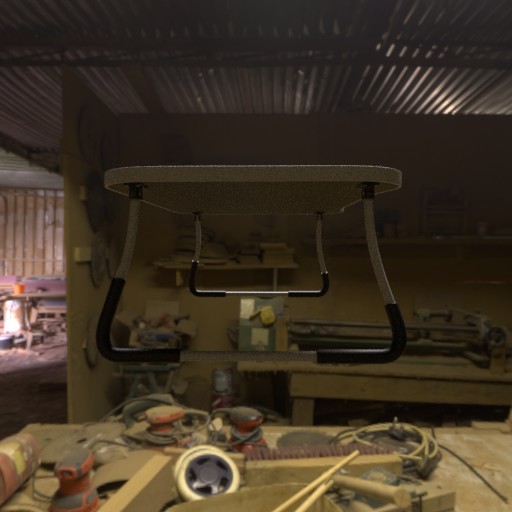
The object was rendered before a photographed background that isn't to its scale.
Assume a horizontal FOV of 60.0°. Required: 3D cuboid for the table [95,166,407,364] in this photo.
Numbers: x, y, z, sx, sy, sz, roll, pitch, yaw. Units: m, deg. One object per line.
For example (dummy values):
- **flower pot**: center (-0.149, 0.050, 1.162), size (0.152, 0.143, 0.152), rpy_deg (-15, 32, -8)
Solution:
- **table**: center (0.000, 0.000, 0.832), size (0.400, 0.232, 0.660), rpy_deg (0, 1, 1)
